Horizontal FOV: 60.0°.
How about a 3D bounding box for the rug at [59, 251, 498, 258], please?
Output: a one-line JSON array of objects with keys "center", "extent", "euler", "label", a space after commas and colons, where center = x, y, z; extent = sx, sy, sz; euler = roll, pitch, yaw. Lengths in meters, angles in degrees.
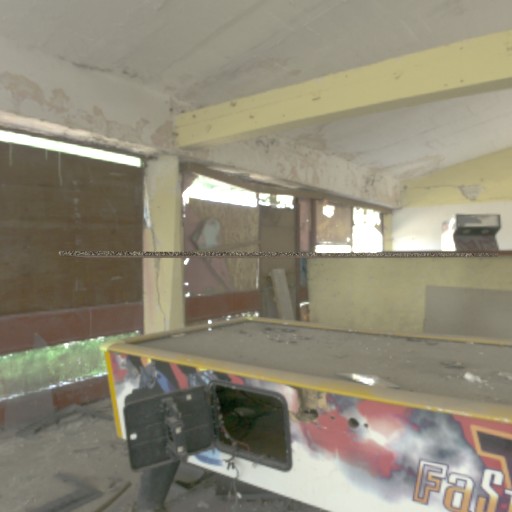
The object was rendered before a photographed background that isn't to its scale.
[{"center": [0.000, 0.000, 3.944], "extent": [3.000, 0.025, 2.401], "euler": [0, -1, -19], "label": "rug"}]
